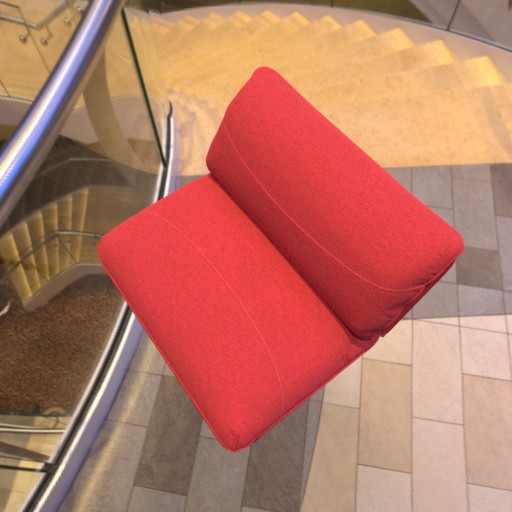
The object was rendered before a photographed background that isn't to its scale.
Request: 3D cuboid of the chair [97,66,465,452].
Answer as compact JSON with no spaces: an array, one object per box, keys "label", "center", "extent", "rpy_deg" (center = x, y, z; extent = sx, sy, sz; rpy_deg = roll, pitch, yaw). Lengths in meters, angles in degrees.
[{"label":"chair","center":[0.000,0.000,1.345],"extent":[0.780,0.580,0.820],"rpy_deg":[-34,67,-16]}]
